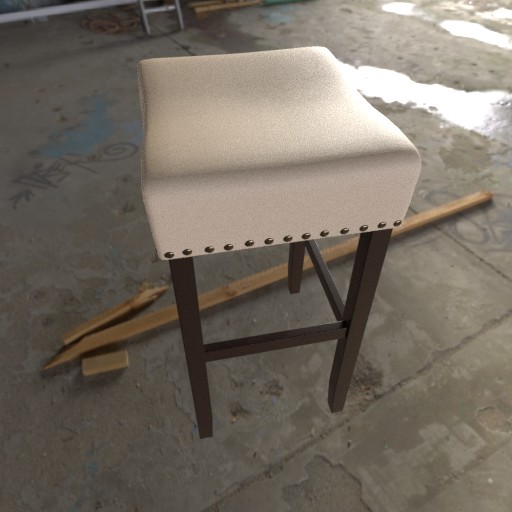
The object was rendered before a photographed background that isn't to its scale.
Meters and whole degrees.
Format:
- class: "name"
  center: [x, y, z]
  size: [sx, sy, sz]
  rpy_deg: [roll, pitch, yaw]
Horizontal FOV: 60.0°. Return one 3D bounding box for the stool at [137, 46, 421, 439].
- class: "stool"
  center: [0.000, 0.000, 1.019]
  size: [0.401, 0.762, 0.471]
  rpy_deg: [-8, 45, -8]
